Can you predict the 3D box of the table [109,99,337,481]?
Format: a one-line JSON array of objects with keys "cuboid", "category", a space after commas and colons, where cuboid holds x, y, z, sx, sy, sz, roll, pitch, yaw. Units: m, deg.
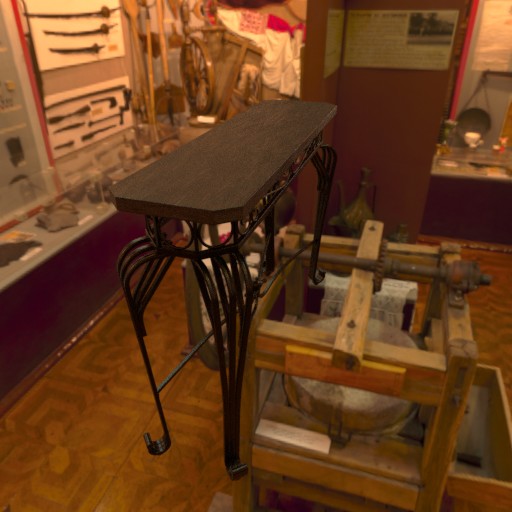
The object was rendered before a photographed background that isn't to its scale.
[{"cuboid": [0.000, 0.000, 1.467, 0.329, 0.800, 1.112, 10, 31, 16], "category": "table"}]
